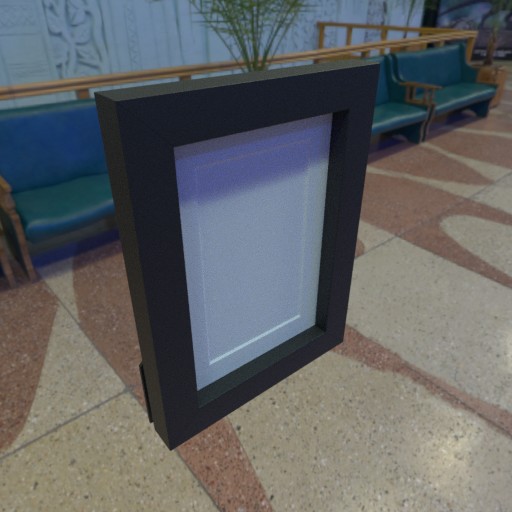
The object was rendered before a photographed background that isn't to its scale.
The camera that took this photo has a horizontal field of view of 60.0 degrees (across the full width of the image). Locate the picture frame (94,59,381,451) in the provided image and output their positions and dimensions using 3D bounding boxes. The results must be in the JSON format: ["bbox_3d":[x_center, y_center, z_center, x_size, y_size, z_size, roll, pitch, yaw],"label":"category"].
[{"bbox_3d":[0.000,0.000,0.270,0.157,0.208,0.028,-23,38,-32],"label":"picture frame"}]
